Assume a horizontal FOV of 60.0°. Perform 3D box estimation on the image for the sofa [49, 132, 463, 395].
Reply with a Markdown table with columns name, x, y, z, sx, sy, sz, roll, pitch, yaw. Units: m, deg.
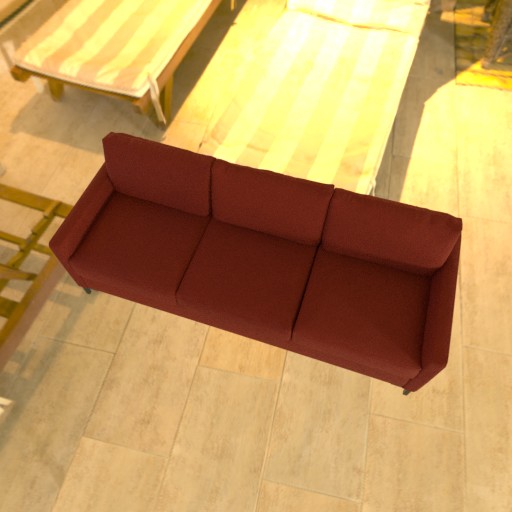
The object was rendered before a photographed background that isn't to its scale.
| name | x | y | z | sx | sy | sz | roll | pitch | yaw |
| --- | --- | --- | --- | --- | --- | --- | --- | --- | --- |
| sofa | 0.000 | 0.000 | 2.676 | 2.252 | 0.879 | 0.875 | 16 | 60 | 10 |
